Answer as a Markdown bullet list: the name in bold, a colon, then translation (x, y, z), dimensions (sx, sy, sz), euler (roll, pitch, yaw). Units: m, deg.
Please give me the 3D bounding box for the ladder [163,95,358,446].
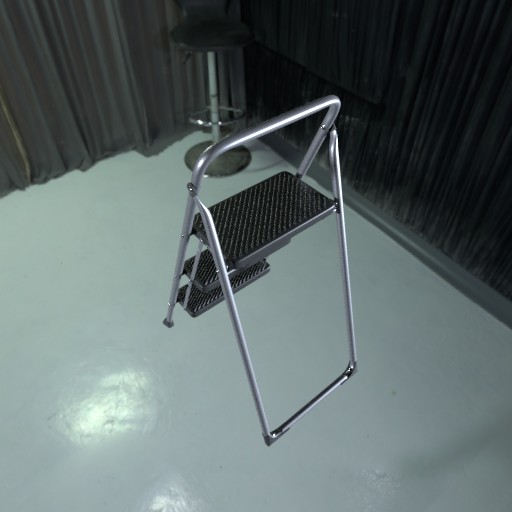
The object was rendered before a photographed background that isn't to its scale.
- **ladder**: translation (0.000, 0.000, 1.301), dimensions (0.430, 0.945, 0.629), euler (-31, 53, -26)
